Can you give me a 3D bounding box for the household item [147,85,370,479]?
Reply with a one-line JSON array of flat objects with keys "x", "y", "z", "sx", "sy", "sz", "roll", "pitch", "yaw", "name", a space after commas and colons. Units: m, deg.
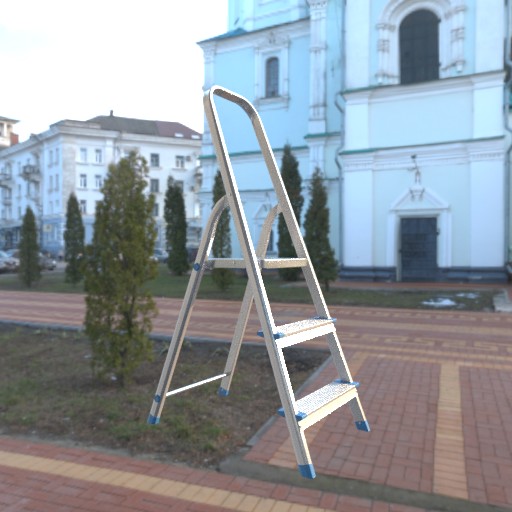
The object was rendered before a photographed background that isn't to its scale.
[{"x": 0.000, "y": 0.000, "z": 1.577, "sx": 0.687, "sy": 1.215, "sz": 0.420, "roll": 0, "pitch": 1, "yaw": 36, "name": "household item"}]
